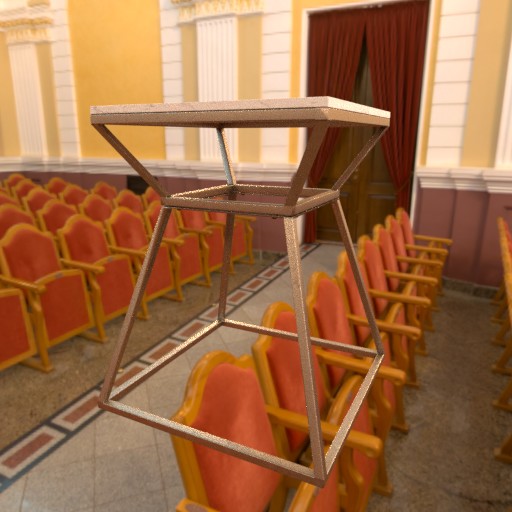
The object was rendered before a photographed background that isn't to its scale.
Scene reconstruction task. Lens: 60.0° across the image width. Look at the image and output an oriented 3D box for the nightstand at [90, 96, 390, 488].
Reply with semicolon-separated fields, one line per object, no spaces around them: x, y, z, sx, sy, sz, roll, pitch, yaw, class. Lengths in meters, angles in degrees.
0.000;0.000;0.881;0.455;0.554;0.455;7;17;26;nightstand
